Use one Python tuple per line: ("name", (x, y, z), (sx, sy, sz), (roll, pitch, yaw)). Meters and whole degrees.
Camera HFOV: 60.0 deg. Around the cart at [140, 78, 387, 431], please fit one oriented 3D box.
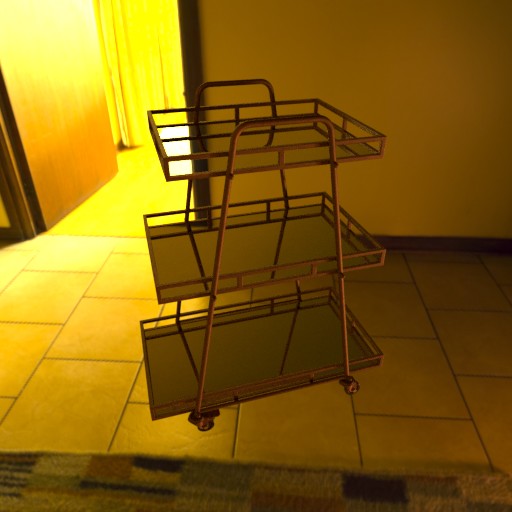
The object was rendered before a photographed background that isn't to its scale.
("cart", (0.000, 0.000, 1.271), (0.711, 0.883, 0.441), (-9, 33, -14))
